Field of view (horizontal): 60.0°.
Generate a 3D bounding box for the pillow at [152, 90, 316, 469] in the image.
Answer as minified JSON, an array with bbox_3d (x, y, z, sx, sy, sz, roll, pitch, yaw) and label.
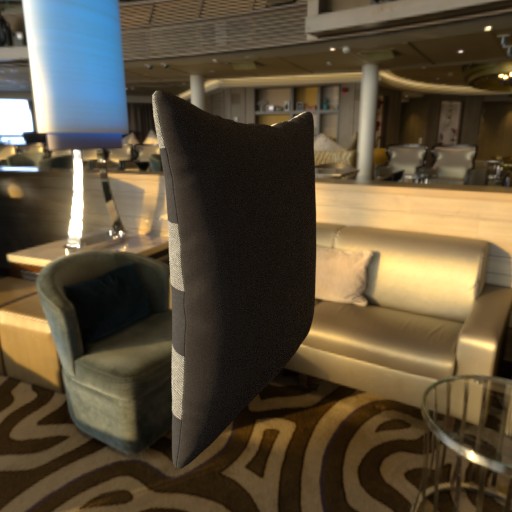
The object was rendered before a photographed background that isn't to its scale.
[{"bbox_3d":[0.000,0.000,0.783,0.161,0.509,0.511,7,17,25],"label":"pillow"}]
